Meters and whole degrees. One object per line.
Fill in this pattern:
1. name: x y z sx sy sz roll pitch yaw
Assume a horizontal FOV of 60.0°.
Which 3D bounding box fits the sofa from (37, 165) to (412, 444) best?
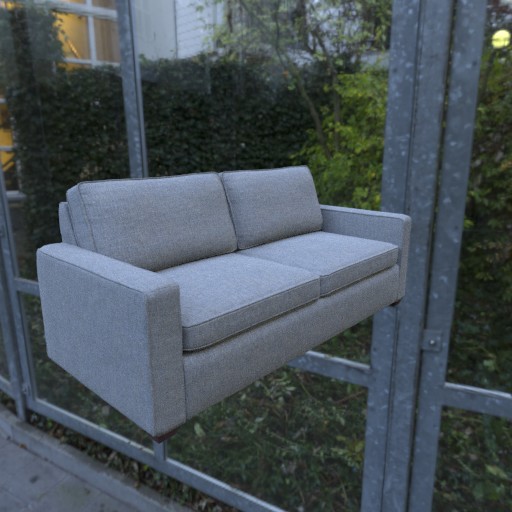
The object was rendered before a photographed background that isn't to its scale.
1. sofa: 0.000 0.000 2.518 0.945 0.918 2.078 13 20 41
